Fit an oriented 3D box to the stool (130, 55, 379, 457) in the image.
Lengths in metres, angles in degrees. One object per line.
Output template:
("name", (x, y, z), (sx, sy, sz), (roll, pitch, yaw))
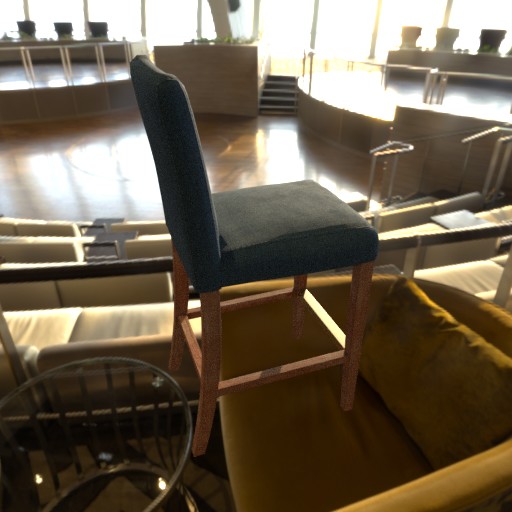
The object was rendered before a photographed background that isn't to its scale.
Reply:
("stool", (0.000, 0.000, 1.332), (0.574, 1.088, 0.454), (-11, 32, -18))
